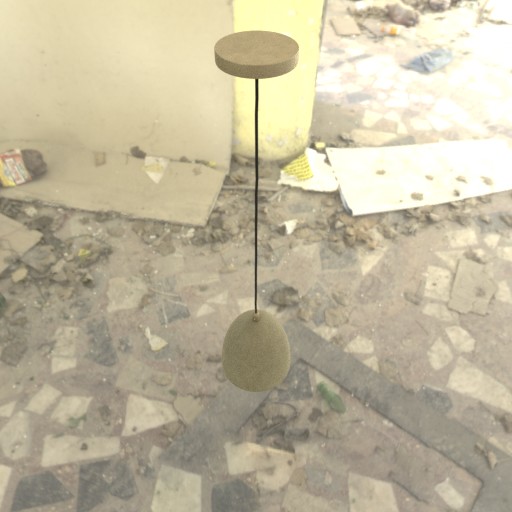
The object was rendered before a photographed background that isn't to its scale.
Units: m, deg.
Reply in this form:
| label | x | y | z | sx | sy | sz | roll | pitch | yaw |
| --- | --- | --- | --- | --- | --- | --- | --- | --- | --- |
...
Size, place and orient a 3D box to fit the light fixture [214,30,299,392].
| label | x | y | z | sx | sy | sz | roll | pitch | yaw |
| --- | --- | --- | --- | --- | --- | --- | --- | --- | --- |
| light fixture | 0.000 | 0.000 | 0.825 | 0.170 | 0.759 | 0.170 | 22 | 51 | 20 |
